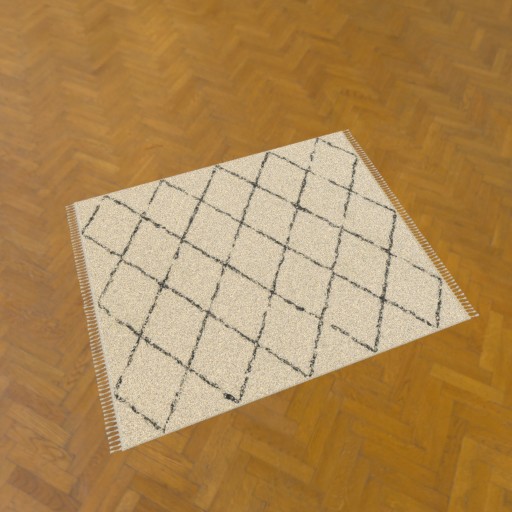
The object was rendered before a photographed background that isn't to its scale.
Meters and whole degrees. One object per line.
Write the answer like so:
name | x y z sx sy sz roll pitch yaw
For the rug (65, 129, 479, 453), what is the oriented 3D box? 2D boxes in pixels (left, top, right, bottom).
rug | 0.000 0.000 3.969 3.051 0.013 2.380 -17 59 -11
